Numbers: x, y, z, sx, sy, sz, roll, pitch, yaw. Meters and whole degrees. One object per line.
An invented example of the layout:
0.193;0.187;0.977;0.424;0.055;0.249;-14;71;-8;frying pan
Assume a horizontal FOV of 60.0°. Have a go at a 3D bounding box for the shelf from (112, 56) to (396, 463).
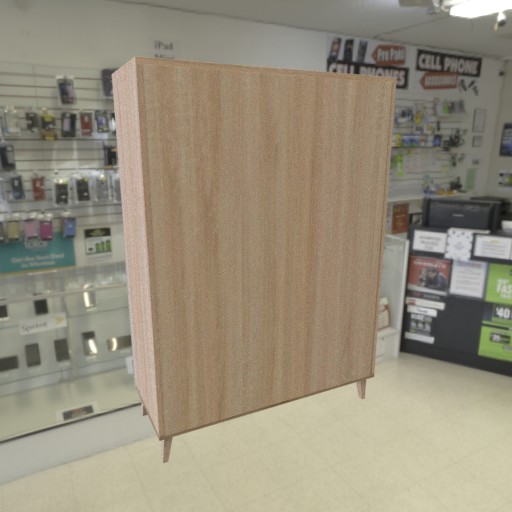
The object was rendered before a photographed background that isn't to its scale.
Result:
0.000;0.000;1.853;0.995;1.405;0.434;-7;16;-26;shelf
